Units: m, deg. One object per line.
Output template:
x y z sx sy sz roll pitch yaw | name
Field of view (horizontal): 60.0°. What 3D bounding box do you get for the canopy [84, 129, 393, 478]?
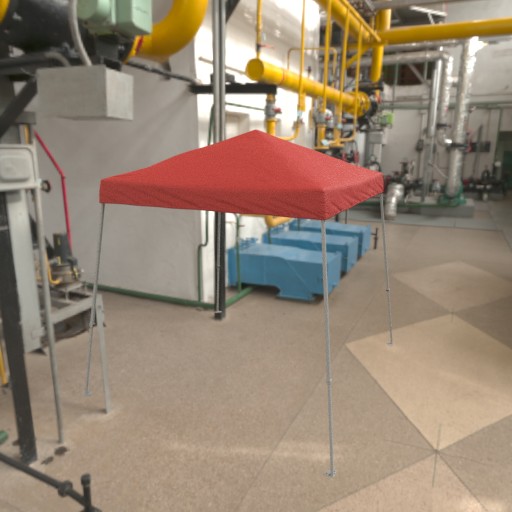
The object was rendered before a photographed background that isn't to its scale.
0.000 0.000 6.556 3.600 3.600 3.599 7 16 25 | canopy
